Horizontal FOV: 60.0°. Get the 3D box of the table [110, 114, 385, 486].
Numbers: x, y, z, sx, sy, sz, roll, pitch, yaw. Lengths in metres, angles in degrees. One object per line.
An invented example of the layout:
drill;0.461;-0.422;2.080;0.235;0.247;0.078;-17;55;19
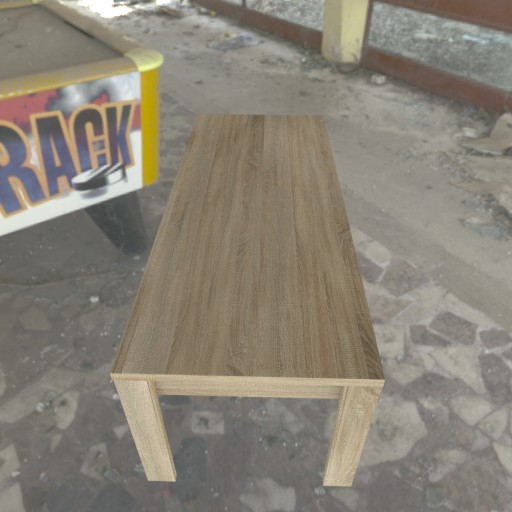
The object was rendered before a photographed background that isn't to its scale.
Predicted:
table;0.000;0.000;2.547;0.900;0.790;2.200;1;39;1
